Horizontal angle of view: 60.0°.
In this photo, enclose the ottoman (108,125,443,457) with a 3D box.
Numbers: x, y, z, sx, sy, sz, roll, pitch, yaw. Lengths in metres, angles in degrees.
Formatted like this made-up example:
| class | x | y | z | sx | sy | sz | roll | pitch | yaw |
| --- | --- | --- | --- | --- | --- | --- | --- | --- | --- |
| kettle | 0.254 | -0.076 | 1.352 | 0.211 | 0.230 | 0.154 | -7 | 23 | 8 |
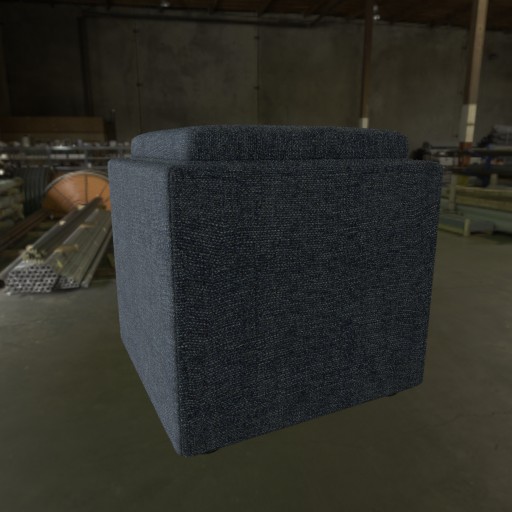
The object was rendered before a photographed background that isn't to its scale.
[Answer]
| class | x | y | z | sx | sy | sz | roll | pitch | yaw |
| --- | --- | --- | --- | --- | --- | --- | --- | --- | --- |
| ottoman | 0.000 | 0.000 | 0.829 | 0.450 | 0.460 | 0.450 | -7 | 15 | -26 |
